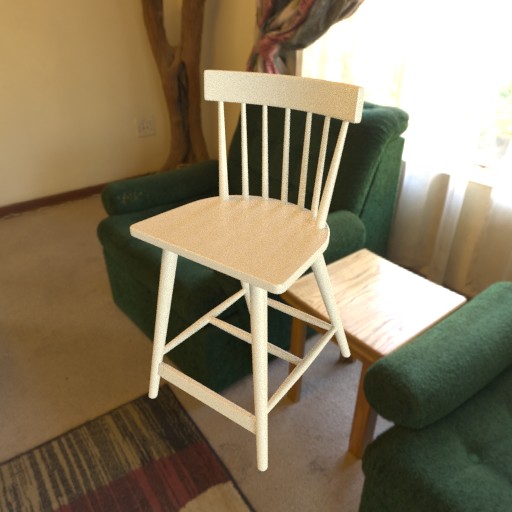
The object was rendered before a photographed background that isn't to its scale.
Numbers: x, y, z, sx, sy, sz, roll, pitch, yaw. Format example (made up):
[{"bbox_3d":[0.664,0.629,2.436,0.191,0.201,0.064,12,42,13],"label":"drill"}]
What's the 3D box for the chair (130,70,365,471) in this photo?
[{"bbox_3d":[0.000,0.000,1.288,0.483,0.952,0.572,20,36,30],"label":"chair"}]
